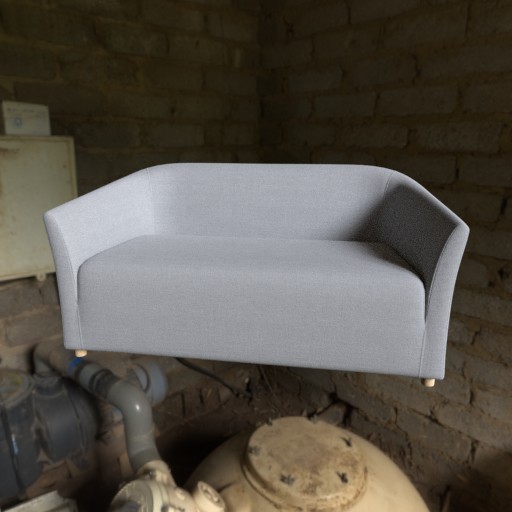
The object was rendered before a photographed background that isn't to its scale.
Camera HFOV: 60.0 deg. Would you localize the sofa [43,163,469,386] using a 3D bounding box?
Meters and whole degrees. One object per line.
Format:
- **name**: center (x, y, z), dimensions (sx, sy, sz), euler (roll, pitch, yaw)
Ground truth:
- **sofa**: center (0.000, 0.000, 1.859), dimensions (1.452, 0.721, 0.705), euler (2, 15, 9)
